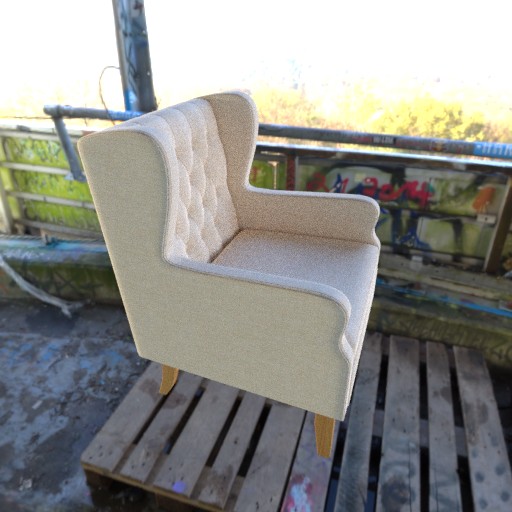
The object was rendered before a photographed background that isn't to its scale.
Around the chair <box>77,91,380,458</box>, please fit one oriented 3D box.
[{"bbox_3d":[0.000,0.000,1.470,0.760,0.930,0.710,10,30,17],"label":"chair"}]
